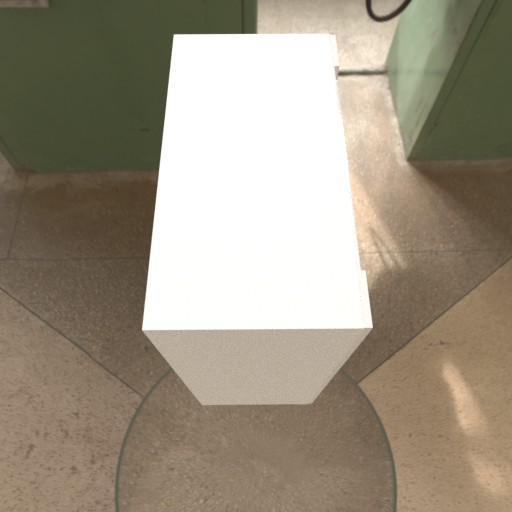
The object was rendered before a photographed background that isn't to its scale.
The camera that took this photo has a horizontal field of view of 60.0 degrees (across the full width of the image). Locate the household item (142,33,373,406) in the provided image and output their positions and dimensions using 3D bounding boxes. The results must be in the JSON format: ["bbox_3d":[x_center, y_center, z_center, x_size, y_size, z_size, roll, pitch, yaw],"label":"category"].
[{"bbox_3d":[0.000,0.000,1.431,0.420,1.010,0.790,0,64,0],"label":"household item"}]
